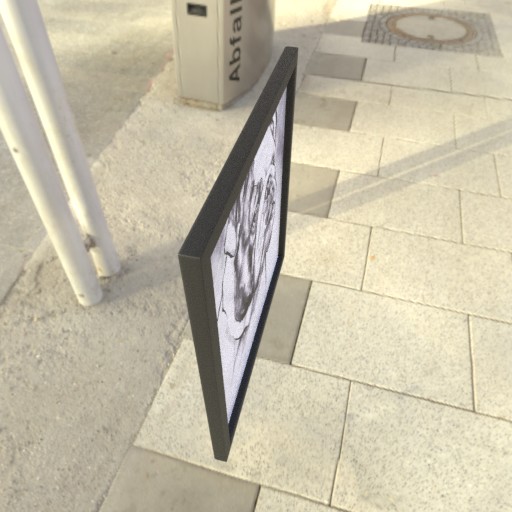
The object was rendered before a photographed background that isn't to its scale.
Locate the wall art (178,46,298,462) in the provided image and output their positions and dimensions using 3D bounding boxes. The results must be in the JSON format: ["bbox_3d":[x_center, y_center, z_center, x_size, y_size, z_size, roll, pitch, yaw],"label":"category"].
[{"bbox_3d":[0.000,0.000,0.677,0.022,0.453,0.456,10,47,10],"label":"wall art"}]
